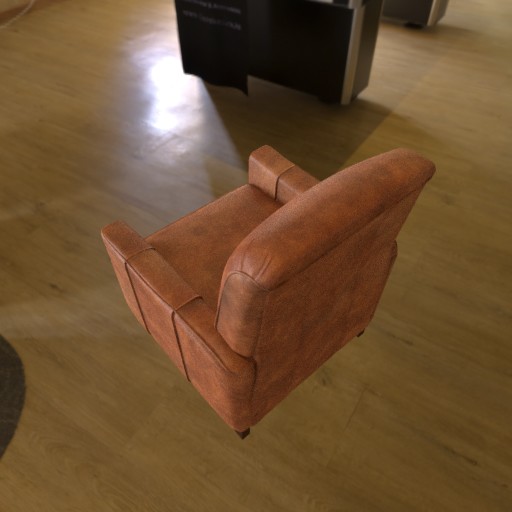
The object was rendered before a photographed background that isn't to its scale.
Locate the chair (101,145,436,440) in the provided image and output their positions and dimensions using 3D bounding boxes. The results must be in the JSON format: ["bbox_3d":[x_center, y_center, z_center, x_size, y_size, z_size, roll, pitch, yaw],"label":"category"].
[{"bbox_3d":[0.000,0.000,1.674,0.843,1.043,0.836,-33,55,-27],"label":"chair"}]
